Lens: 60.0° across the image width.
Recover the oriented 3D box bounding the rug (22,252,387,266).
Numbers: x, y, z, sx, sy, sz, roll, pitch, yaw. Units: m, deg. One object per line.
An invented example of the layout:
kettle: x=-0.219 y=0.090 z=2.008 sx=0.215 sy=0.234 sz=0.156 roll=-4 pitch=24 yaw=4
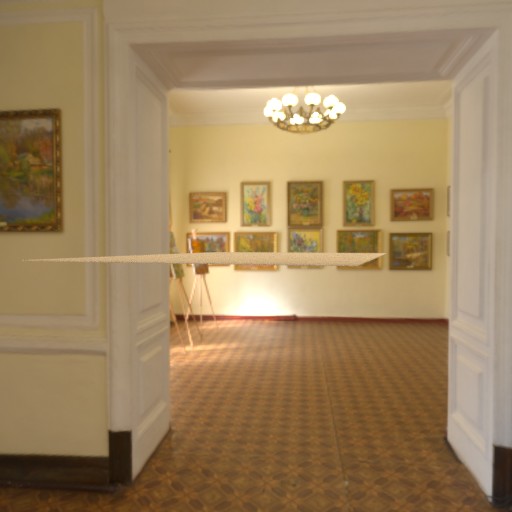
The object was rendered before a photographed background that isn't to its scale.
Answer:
rug: x=0.000 y=0.000 z=3.715 sx=1.981 sy=0.006 sz=2.895 roll=1 pitch=2 yaw=19
